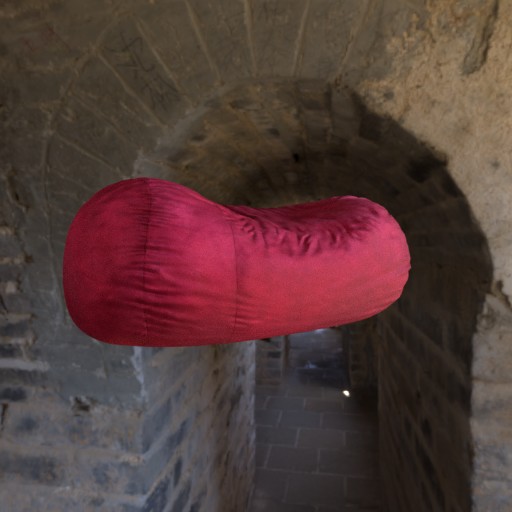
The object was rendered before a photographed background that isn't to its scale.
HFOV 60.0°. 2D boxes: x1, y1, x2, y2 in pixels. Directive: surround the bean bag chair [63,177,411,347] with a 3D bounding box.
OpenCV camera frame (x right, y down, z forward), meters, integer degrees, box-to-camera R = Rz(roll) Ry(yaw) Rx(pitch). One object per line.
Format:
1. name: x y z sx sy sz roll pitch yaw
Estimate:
1. bean bag chair: 0.000 0.000 2.826 2.293 0.867 1.216 -1 2 -37
